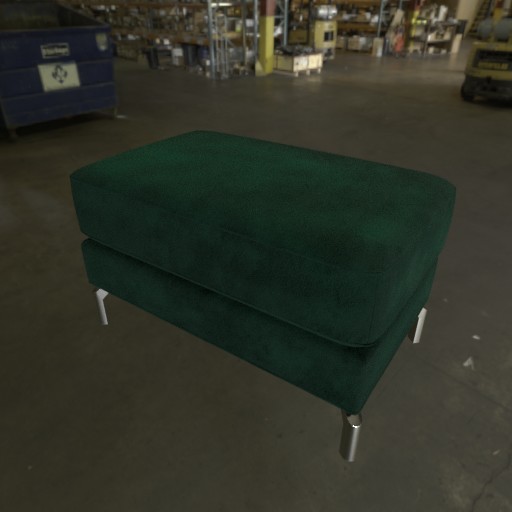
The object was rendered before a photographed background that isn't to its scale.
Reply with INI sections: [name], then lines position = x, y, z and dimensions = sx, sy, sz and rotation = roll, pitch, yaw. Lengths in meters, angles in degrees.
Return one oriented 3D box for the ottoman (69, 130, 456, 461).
[ottoman]
position = 0.000, 0.000, 1.243
dimensions = 0.886, 0.533, 0.536
rotation = 19, 35, 29
